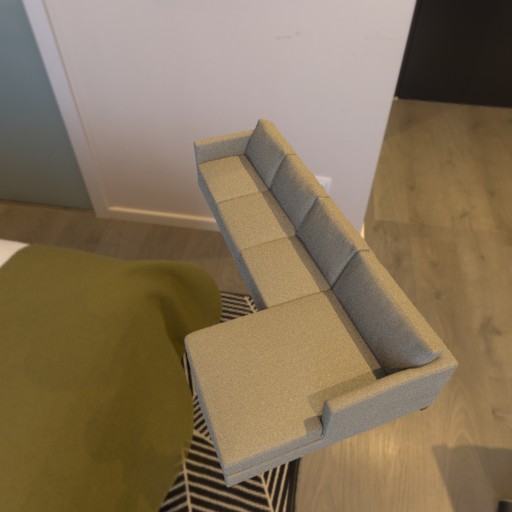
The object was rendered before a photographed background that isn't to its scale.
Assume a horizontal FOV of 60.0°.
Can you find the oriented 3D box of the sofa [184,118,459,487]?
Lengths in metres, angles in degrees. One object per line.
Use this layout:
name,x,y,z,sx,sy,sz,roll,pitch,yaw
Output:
sofa,0.000,0.000,3.853,1.625,0.861,3.186,-15,48,-14
